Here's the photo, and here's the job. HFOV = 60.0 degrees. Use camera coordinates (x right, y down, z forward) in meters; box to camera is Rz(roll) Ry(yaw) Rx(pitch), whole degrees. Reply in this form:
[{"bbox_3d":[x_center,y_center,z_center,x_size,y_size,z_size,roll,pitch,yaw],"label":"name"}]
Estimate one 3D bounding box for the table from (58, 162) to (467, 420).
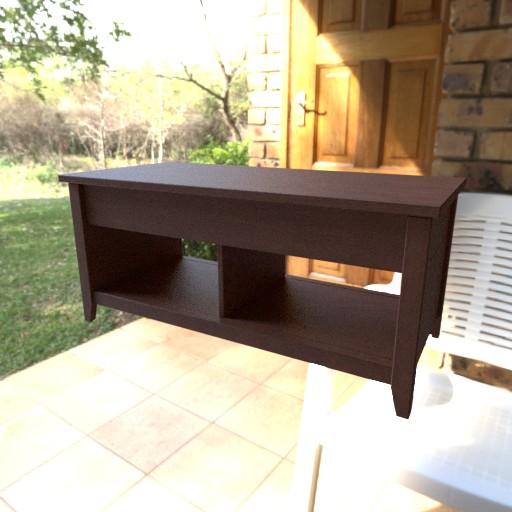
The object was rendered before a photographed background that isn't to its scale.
[{"bbox_3d":[0.000,0.000,1.282,1.016,0.457,0.483,9,19,28],"label":"table"}]
